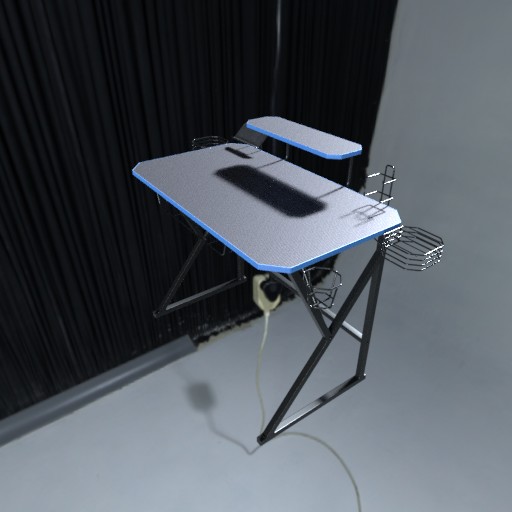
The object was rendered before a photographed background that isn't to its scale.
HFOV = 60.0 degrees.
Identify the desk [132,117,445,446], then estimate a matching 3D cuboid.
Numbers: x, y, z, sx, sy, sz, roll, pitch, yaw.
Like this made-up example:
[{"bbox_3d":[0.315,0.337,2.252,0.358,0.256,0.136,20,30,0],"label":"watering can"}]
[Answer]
[{"bbox_3d":[0.000,0.000,1.760,0.594,0.909,1.295,-21,37,-30],"label":"desk"}]
